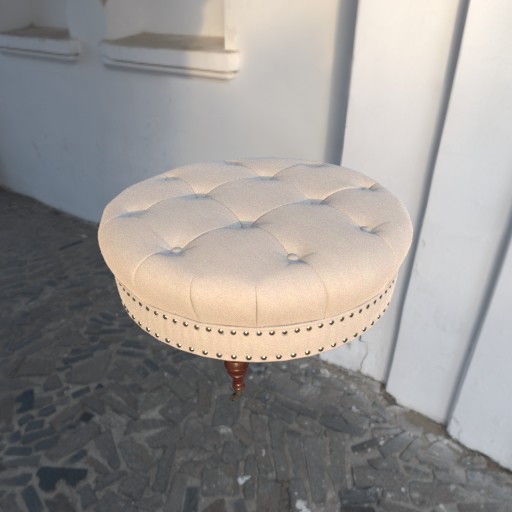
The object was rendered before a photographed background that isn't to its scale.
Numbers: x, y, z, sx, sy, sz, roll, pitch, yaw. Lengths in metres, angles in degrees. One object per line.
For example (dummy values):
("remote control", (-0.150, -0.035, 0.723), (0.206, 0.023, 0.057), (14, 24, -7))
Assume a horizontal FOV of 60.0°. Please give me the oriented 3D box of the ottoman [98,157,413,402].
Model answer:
("ottoman", (0.000, 0.000, 1.392), (0.901, 0.439, 0.901), (0, 30, 0))
